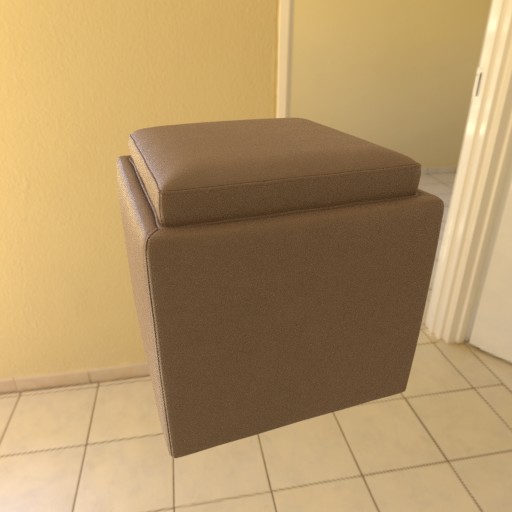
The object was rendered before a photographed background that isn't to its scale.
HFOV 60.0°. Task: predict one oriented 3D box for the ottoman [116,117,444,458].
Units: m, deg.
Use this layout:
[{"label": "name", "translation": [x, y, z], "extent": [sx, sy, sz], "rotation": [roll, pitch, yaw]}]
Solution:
[{"label": "ottoman", "translation": [0.000, 0.000, 0.833], "extent": [0.451, 0.460, 0.450], "rotation": [-9, 28, -18]}]
